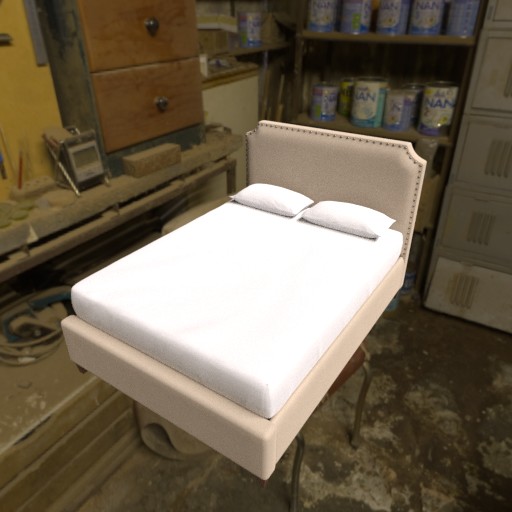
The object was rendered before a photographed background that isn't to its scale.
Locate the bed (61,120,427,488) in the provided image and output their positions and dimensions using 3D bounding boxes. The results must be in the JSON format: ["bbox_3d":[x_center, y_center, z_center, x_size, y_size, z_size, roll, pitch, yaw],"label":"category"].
[{"bbox_3d":[0.000,0.000,3.349,1.703,1.415,2.329,18,34,29],"label":"bed"}]
